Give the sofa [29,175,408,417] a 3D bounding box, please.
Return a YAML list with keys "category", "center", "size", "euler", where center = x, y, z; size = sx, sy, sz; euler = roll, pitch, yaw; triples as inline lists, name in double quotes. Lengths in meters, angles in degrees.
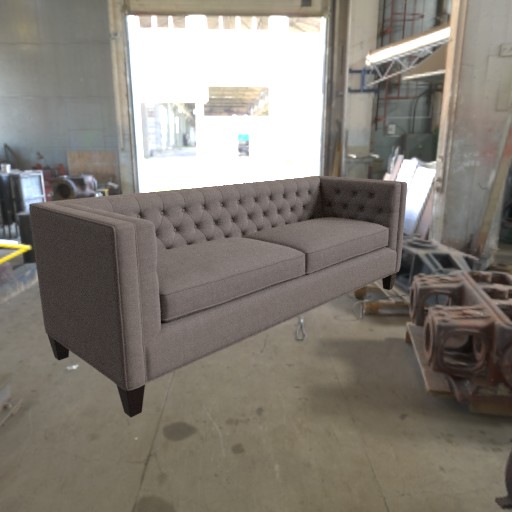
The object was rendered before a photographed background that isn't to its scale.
- category: "sofa"
  center: [0.000, 0.000, 2.574]
  size: [0.775, 0.762, 2.159]
  euler: [14, 20, 42]
